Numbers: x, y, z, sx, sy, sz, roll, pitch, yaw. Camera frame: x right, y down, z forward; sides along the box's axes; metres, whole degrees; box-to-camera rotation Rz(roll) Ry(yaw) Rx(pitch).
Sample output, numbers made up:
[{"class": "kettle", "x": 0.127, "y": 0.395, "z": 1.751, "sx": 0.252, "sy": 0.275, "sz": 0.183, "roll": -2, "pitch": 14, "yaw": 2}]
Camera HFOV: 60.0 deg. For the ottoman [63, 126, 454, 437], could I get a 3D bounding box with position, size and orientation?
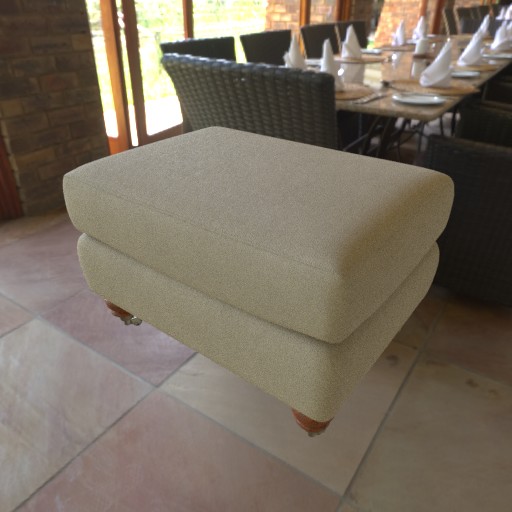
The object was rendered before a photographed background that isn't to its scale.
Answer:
[{"class": "ottoman", "x": 0.000, "y": 0.000, "z": 1.126, "sx": 0.773, "sy": 0.504, "sz": 0.569, "roll": 21, "pitch": 36, "yaw": 32}]
